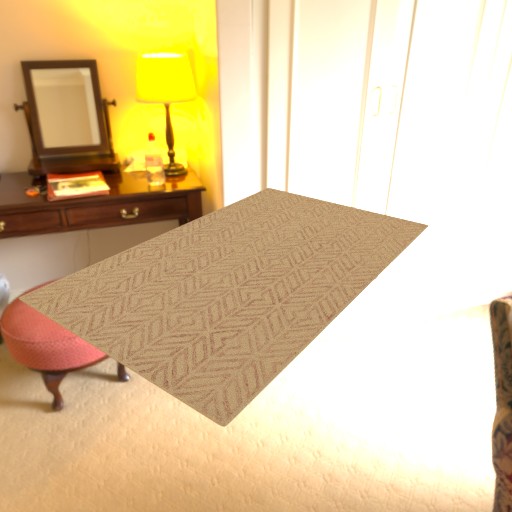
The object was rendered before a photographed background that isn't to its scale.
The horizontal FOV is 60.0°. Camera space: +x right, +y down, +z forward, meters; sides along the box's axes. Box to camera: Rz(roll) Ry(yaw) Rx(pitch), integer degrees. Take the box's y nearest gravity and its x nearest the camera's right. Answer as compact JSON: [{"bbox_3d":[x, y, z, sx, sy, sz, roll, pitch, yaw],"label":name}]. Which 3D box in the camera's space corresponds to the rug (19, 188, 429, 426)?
[{"bbox_3d":[0.000,0.000,2.952,1.523,0.008,2.438,19,33,32],"label":"rug"}]
